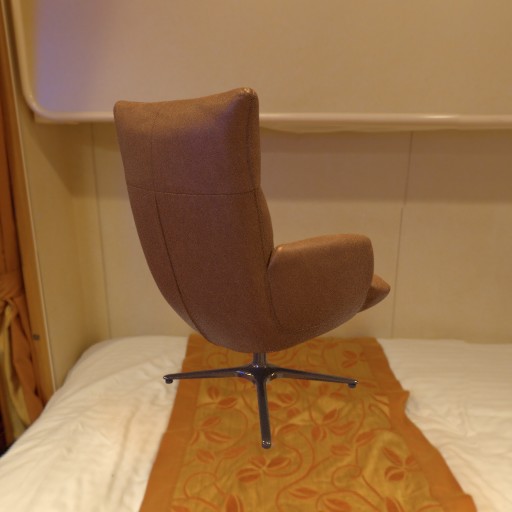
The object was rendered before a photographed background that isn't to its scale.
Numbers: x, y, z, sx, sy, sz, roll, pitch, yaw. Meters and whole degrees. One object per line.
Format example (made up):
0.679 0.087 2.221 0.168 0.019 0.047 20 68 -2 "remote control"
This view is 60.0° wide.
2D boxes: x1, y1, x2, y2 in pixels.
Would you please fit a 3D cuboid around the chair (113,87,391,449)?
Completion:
0.000 0.000 1.552 0.711 1.027 0.794 15 21 43 "chair"
